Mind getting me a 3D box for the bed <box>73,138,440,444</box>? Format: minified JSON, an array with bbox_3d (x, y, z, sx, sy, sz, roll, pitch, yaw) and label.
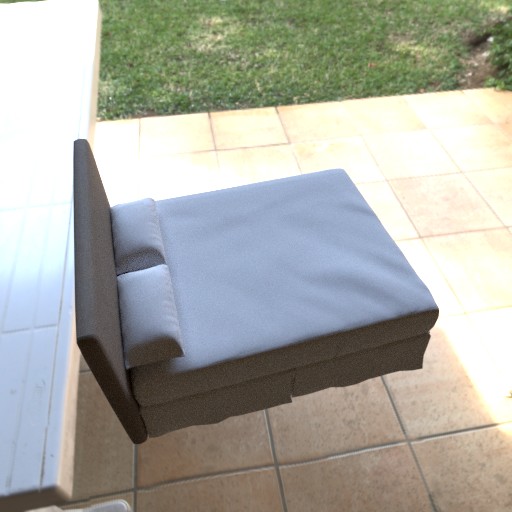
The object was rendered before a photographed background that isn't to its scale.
[{"bbox_3d":[0.000,0.000,3.135,2.142,1.330,1.723,-12,49,-11],"label":"bed"}]
